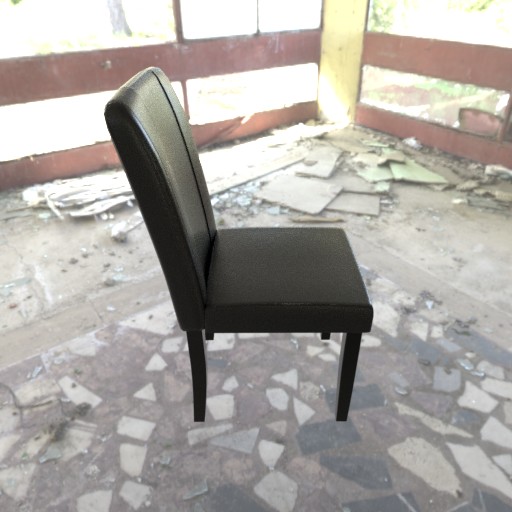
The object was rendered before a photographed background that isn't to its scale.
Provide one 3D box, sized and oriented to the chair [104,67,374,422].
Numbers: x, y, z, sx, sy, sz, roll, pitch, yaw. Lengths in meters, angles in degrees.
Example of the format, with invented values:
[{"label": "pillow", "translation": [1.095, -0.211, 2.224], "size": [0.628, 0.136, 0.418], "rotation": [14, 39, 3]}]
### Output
[{"label": "chair", "translation": [0.000, 0.000, 1.183], "size": [0.556, 0.897, 0.399], "rotation": [0, 32, 0]}]
